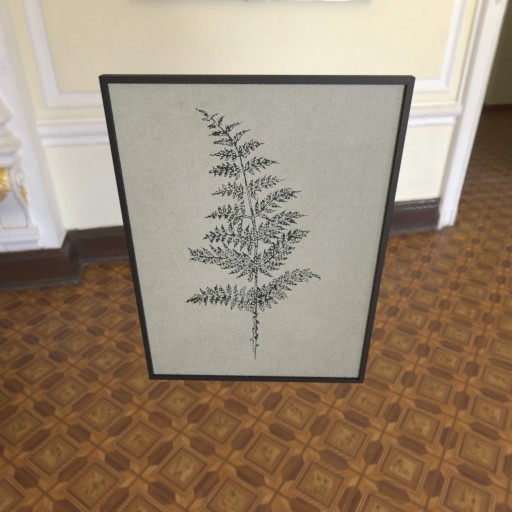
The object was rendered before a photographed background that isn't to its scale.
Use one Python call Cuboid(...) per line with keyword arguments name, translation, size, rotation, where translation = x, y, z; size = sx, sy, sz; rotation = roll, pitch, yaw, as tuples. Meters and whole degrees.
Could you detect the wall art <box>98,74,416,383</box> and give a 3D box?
Cuboid(name="wall art", translation=(0.000, 0.000, 1.405), size=(0.802, 1.070, 0.036), rotation=(1, 30, 1))
